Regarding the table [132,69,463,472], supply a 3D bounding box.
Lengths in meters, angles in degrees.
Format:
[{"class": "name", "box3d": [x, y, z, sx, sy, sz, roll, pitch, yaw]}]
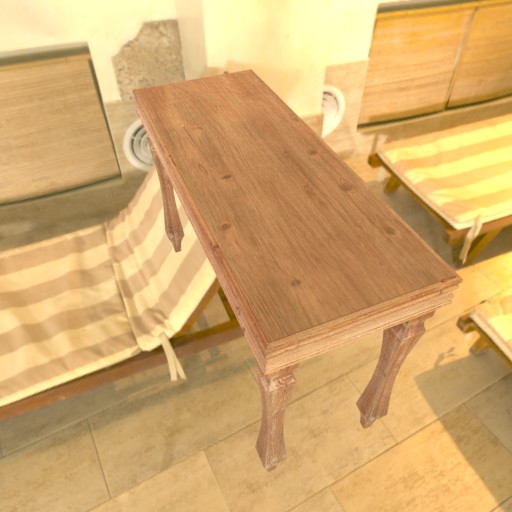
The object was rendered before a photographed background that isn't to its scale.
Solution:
[{"class": "table", "box3d": [0.000, 0.000, 1.734, 0.522, 0.873, 1.330, -17, 48, -16]}]
